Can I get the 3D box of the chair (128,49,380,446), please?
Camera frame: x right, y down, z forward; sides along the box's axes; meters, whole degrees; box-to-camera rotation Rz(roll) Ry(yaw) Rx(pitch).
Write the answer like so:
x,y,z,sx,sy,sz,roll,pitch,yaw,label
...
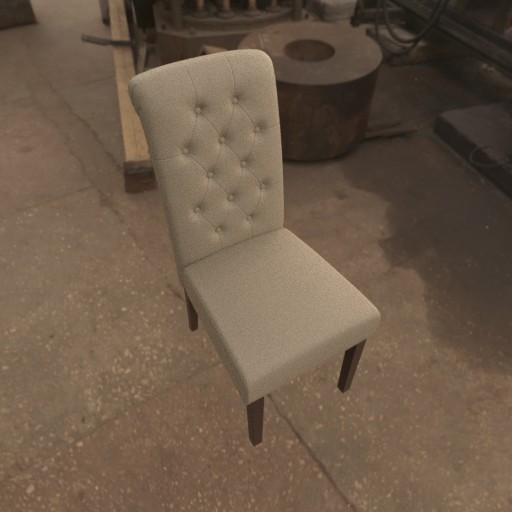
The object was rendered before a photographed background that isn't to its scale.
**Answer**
x,y,z,sx,sy,sz,roll,pitch,yaw,label
0.000,0.000,1.362,0.456,1.006,0.671,-23,49,-21,chair
